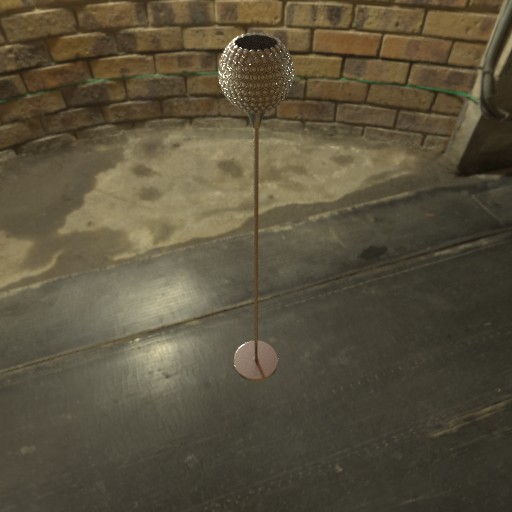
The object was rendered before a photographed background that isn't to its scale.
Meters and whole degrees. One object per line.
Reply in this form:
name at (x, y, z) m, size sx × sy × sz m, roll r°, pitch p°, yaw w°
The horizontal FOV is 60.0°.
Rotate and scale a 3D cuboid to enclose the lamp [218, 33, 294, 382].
lamp at (0.000, 0.000, 1.935) m, size 0.254 × 1.805 × 0.254 m, roll 0°, pitch 47°, yaw 0°
